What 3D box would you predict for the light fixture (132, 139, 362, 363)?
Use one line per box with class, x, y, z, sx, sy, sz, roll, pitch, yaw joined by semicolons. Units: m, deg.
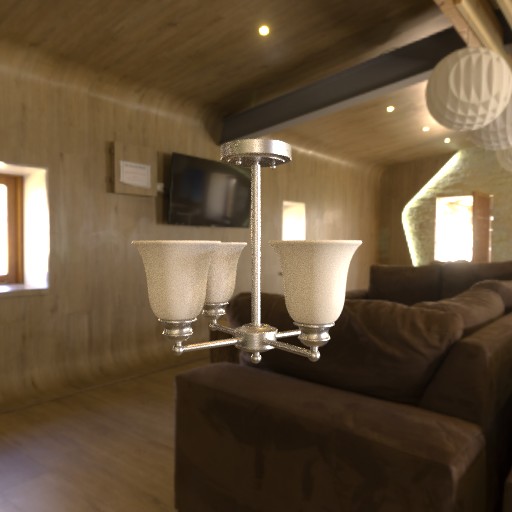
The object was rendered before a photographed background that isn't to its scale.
light fixture;0.000;0.000;0.761;0.427;0.370;0.427;-1;1;-35
